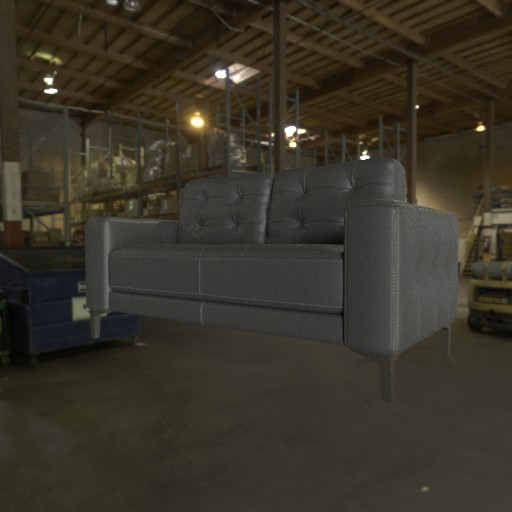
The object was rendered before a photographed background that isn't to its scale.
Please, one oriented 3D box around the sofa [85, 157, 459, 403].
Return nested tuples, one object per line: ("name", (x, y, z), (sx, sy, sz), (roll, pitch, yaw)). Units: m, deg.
("sofa", (0.000, 0.000, 2.199), (1.726, 0.893, 0.833), (1, 2, 37))
